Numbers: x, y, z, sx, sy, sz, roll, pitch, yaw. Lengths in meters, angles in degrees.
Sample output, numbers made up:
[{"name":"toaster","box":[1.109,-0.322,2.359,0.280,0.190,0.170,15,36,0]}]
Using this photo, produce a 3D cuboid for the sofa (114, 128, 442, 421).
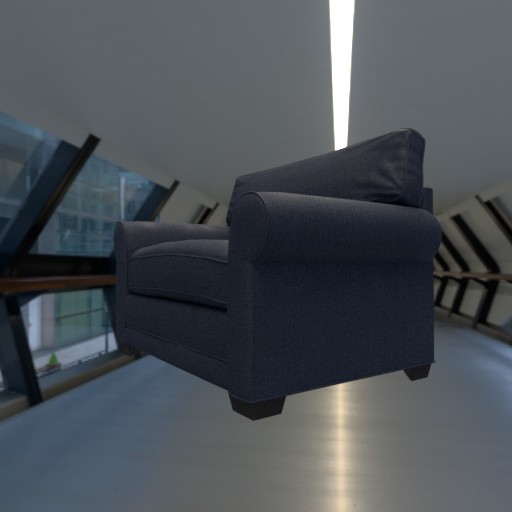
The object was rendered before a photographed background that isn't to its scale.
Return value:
[{"name":"sofa","box":[0.000,0.000,2.065,0.938,1.004,1.405,0,-1,-35]}]
